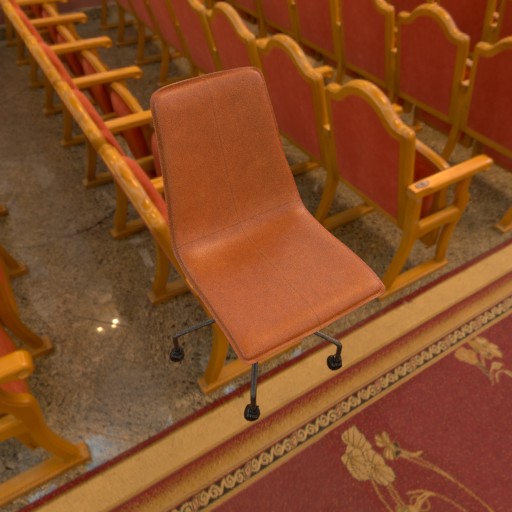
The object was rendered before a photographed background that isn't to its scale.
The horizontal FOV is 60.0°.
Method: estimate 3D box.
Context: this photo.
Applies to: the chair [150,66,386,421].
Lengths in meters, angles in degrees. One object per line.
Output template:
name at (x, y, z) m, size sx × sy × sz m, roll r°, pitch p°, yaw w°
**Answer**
chair at (0.000, 0.000, 1.384) m, size 0.651 × 0.920 × 0.660 m, roll -24°, pitch 51°, yaw -21°
